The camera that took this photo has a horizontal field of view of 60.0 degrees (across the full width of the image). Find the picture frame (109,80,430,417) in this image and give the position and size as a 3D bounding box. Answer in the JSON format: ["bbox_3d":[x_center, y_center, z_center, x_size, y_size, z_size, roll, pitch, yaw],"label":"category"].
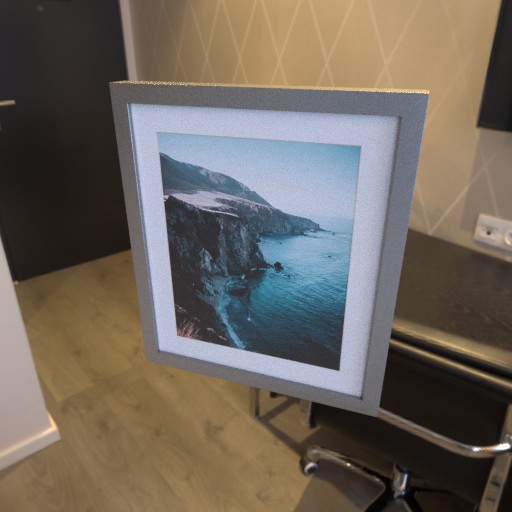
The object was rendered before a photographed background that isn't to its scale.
[{"bbox_3d":[0.000,0.000,1.346,0.839,0.968,0.073,9,27,17],"label":"picture frame"}]
